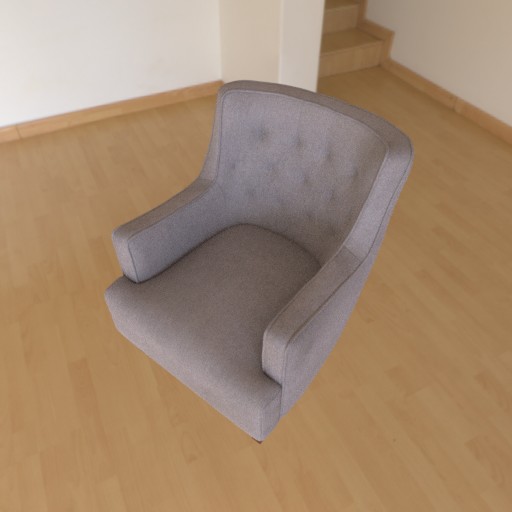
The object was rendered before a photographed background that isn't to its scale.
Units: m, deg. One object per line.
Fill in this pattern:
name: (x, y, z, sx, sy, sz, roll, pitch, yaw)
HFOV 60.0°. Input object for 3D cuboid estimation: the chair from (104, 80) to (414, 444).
chair: (0.000, 0.000, 1.646, 0.781, 0.919, 0.910, 29, 53, 26)
